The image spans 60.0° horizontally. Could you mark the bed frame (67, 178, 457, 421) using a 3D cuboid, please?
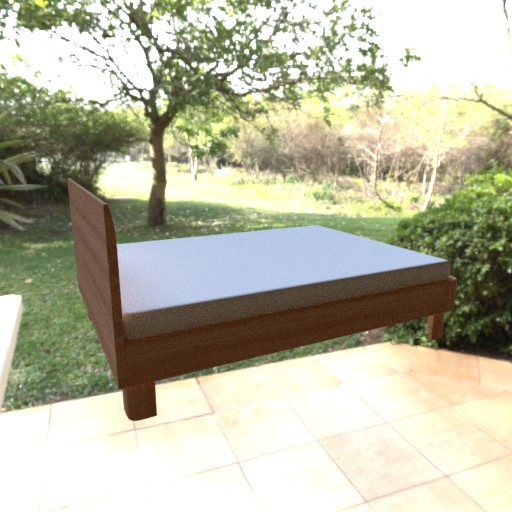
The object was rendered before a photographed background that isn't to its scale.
[{"bbox_3d":[0.000,0.000,2.788,1.992,0.940,1.472,-7,16,-26],"label":"bed frame"}]
